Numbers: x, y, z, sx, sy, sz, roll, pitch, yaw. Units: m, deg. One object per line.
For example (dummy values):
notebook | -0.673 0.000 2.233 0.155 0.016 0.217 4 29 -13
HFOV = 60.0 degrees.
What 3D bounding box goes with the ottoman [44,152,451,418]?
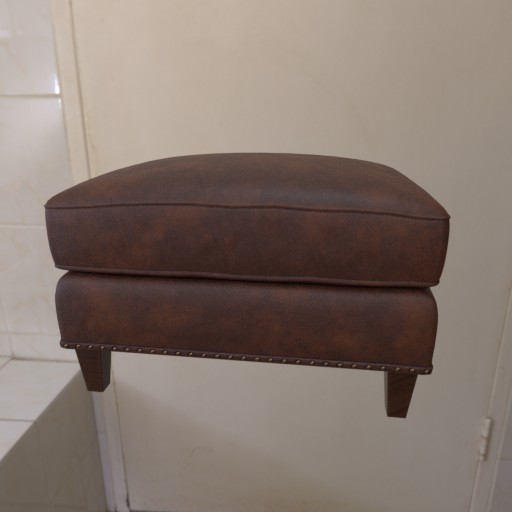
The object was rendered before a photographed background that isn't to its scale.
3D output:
ottoman | 0.000 0.000 1.090 0.742 0.486 0.586 2 18 7
